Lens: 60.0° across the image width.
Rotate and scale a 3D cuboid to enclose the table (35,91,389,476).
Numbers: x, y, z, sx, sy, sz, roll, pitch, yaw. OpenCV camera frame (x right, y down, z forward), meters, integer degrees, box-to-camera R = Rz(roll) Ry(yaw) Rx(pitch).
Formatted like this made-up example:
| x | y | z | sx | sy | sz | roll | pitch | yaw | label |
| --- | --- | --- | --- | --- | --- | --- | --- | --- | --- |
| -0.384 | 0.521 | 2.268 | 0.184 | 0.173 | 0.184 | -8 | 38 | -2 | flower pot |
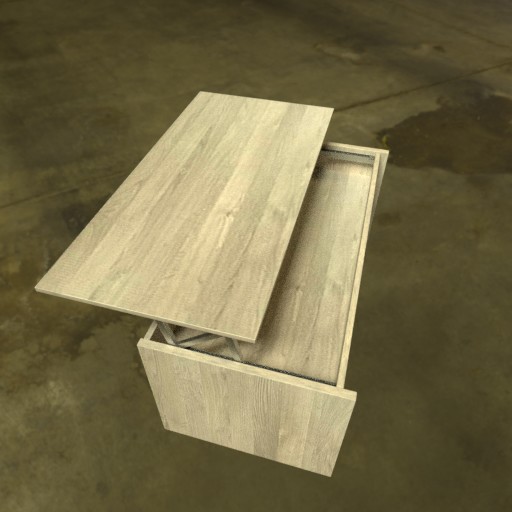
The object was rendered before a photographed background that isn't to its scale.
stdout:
| x | y | z | sx | sy | sz | roll | pitch | yaw | label |
| --- | --- | --- | --- | --- | --- | --- | --- | --- | --- |
| 0.000 | 0.000 | 1.430 | 0.712 | 0.570 | 1.000 | 11 | 46 | 11 | table |
